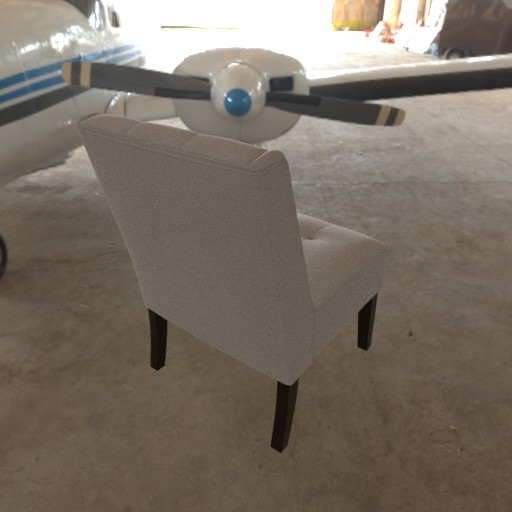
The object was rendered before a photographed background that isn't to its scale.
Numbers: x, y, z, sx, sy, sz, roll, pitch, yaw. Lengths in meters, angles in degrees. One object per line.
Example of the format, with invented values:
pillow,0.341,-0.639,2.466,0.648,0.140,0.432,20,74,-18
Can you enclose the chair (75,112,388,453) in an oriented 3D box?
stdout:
chair,0.000,0.000,1.306,0.569,0.853,0.676,21,35,33
